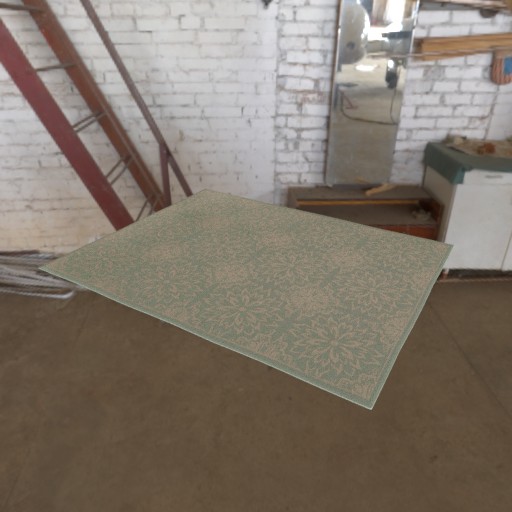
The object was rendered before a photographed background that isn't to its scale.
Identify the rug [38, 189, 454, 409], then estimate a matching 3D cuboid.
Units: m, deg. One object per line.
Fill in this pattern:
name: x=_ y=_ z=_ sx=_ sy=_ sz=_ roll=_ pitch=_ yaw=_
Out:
rug: x=0.000 y=0.000 z=4.032 sx=2.980 sy=0.012 sz=2.363 roll=17 pitch=32 yaw=28
